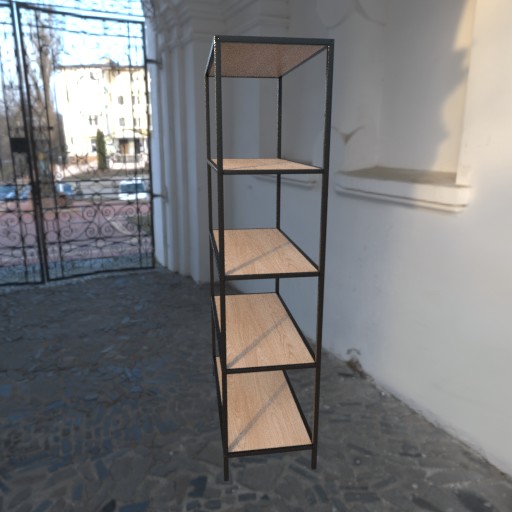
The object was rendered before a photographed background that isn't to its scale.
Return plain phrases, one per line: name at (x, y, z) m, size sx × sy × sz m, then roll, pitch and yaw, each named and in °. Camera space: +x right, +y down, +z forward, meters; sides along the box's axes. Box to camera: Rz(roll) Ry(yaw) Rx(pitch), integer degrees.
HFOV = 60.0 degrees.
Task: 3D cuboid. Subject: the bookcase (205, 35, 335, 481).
bookcase at (0.000, 0.000, 1.828) m, size 0.350 × 1.500 × 0.770 m, roll -2°, pitch 15°, yaw -8°
